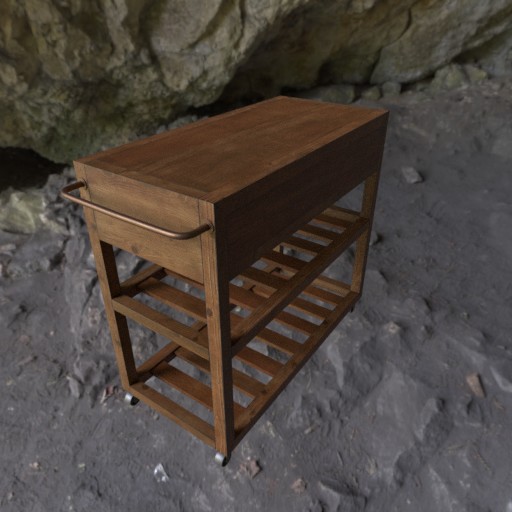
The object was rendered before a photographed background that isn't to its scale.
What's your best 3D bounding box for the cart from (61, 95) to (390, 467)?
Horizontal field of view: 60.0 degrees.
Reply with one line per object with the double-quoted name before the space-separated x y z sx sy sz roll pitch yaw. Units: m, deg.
"cart" 0.000 0.000 1.474 0.445 0.830 1.065 20 36 29
